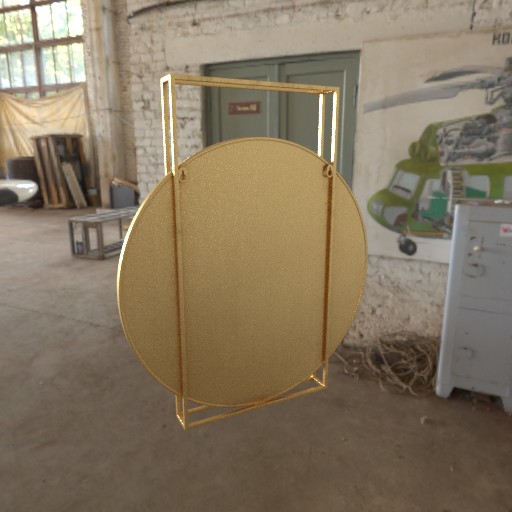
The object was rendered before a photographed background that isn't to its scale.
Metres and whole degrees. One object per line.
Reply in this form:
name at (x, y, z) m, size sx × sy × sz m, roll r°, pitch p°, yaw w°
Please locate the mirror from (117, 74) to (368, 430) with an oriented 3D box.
mirror at (0.000, 0.000, 0.822) m, size 0.508 × 0.603 × 0.051 m, roll -7°, pitch 15°, yaw -27°
